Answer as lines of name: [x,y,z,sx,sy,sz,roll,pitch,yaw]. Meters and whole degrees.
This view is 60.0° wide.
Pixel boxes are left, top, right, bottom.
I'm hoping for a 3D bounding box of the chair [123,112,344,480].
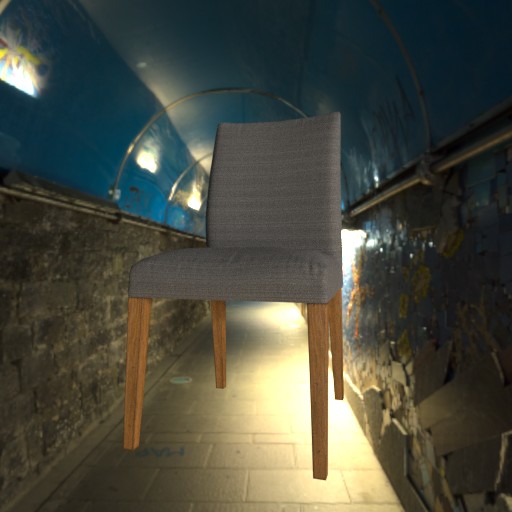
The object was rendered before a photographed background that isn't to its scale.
chair: [0.000,0.000,1.283,0.496,0.940,0.585,0,0,18]
